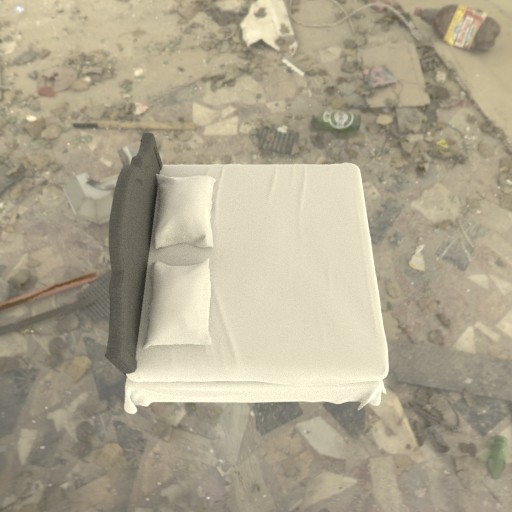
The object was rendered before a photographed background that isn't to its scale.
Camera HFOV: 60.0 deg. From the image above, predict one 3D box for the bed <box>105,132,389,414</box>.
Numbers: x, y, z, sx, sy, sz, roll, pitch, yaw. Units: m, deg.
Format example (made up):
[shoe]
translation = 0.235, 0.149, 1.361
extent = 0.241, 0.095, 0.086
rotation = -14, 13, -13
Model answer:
[bed]
translation = 0.000, 0.000, 3.698
extent = 2.222, 1.631, 2.303
rotation = 0, 61, 0
